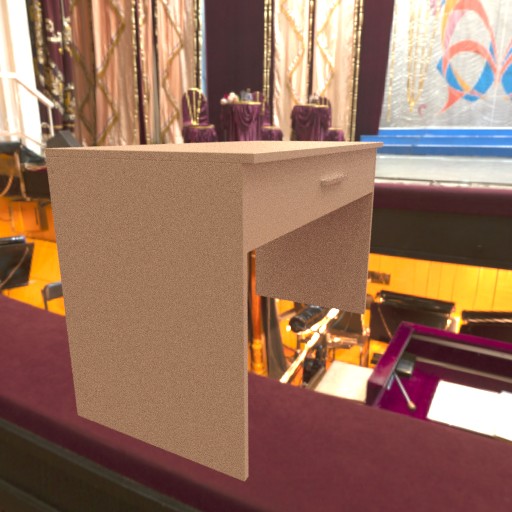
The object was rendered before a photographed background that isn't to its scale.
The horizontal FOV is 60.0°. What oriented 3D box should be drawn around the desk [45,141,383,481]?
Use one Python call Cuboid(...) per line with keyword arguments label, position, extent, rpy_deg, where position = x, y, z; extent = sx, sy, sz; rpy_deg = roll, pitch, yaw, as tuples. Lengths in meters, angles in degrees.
Cuboid(label="desk", position=(0.000, 0.000, 1.495), extent=(0.560, 0.730, 1.100), rpy_deg=(8, 17, 26))
